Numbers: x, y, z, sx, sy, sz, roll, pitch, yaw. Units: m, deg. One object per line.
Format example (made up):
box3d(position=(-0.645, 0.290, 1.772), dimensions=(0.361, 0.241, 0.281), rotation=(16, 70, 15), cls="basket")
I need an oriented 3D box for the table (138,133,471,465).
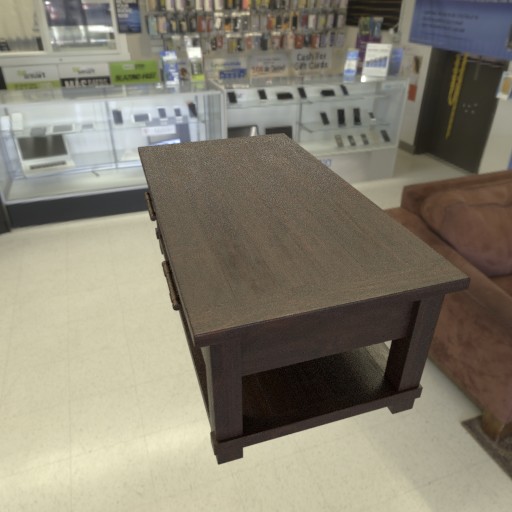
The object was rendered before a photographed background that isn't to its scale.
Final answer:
box3d(position=(0.000, 0.000, 1.623), dimensions=(0.700, 0.494, 1.270), rotation=(-10, 33, -15), cls="table")
